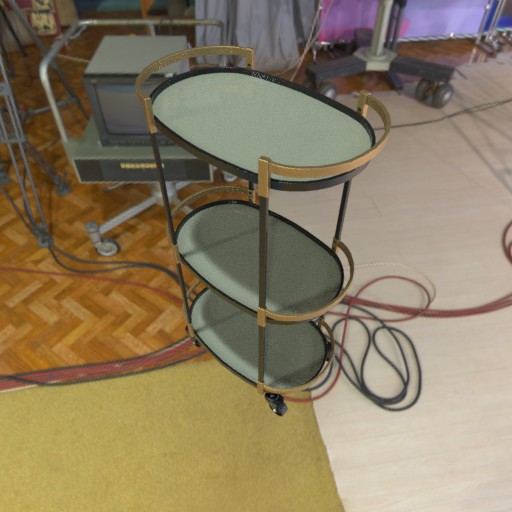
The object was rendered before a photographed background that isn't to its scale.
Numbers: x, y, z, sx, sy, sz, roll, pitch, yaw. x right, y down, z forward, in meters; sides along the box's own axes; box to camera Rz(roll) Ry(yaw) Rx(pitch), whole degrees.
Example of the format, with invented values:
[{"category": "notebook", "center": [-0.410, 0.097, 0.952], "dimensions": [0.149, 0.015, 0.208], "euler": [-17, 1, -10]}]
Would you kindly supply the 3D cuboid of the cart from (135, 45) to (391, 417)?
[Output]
[{"category": "cart", "center": [0.000, 0.000, 1.147], "dimensions": [0.515, 0.885, 0.311], "euler": [33, 56, 27]}]
